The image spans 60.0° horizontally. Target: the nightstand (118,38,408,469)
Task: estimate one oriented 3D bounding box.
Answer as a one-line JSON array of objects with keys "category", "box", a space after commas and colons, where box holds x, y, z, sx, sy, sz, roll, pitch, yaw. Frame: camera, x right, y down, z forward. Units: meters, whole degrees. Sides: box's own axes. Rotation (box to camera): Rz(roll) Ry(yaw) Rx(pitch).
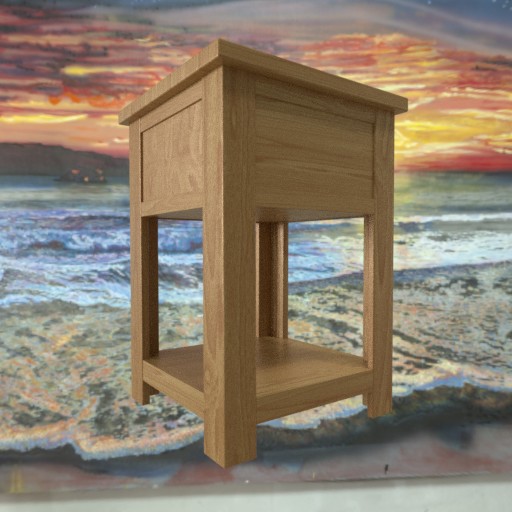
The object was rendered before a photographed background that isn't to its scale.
[{"category": "nightstand", "box": [0.000, 0.000, 0.909, 0.428, 0.614, 0.418, -1, 1, -36]}]
